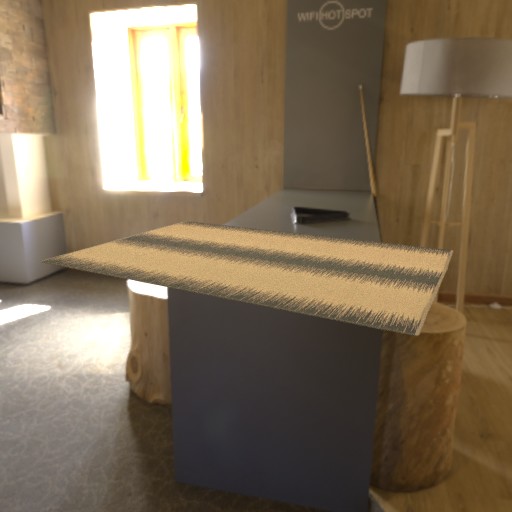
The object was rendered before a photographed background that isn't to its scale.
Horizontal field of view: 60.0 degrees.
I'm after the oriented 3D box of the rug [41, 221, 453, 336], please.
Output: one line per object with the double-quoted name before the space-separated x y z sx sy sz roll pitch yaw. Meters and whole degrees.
"rug" 0.000 0.000 2.369 1.854 0.006 1.234 8 17 27
